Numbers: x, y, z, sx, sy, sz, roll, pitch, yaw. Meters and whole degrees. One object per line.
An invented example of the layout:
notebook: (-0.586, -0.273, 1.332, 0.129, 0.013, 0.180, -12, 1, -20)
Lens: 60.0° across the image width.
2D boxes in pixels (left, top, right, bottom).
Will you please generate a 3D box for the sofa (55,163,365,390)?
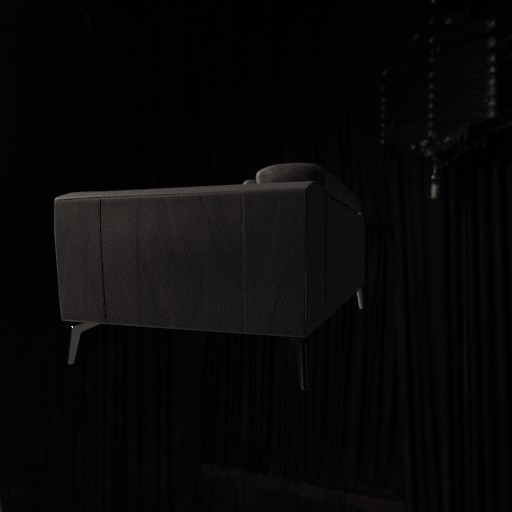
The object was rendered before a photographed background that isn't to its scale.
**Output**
sofa: (0.000, 0.000, 2.395, 1.003, 0.779, 1.895, 1, 2, 19)
